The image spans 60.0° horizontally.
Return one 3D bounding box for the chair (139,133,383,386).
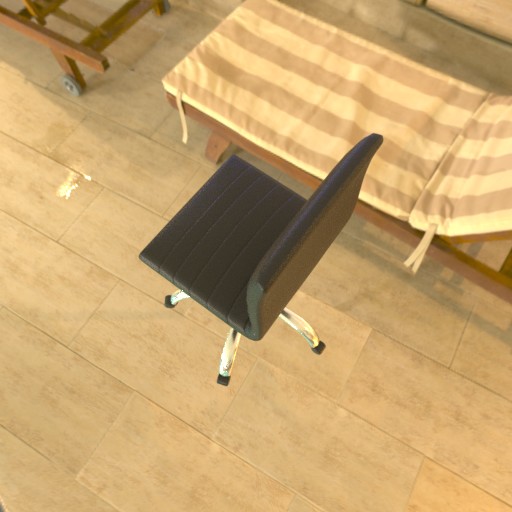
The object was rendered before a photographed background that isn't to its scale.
[{"bbox_3d":[0.000,0.000,1.148,0.530,0.780,0.556,33,68,15],"label":"chair"}]
